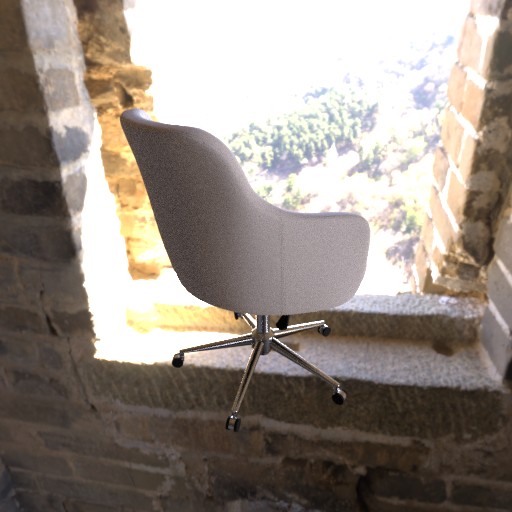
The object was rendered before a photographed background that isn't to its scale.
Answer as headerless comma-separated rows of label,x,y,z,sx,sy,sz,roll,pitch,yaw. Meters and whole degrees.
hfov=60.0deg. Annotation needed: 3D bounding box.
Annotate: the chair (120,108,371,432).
chair,0.000,0.000,1.264,0.647,0.819,0.602,-18,32,-31
